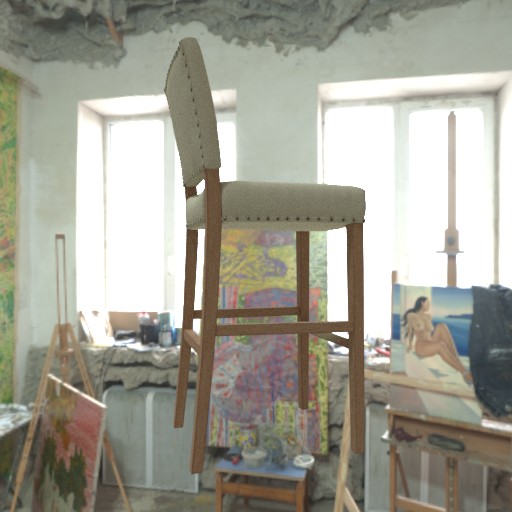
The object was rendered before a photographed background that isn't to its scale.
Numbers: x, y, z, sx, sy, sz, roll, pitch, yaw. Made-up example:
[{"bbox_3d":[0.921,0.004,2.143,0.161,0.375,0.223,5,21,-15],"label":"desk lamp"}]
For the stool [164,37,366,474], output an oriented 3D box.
[{"bbox_3d":[0.000,0.000,1.401,0.546,1.143,0.428,0,0,-18],"label":"stool"}]
